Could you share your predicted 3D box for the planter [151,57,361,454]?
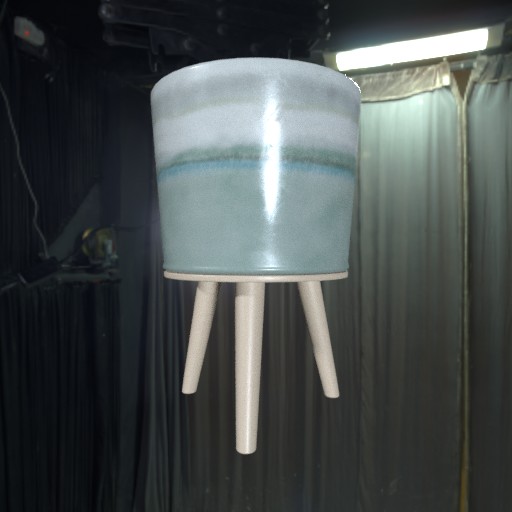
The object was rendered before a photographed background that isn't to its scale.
[{"bbox_3d":[0.000,0.000,0.576,0.265,0.404,0.265,0,1,18],"label":"planter"}]
